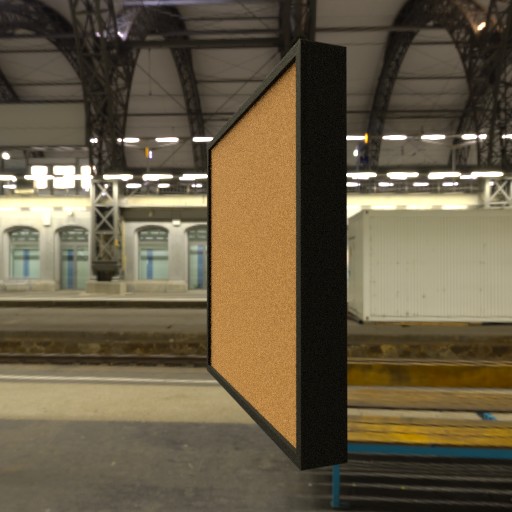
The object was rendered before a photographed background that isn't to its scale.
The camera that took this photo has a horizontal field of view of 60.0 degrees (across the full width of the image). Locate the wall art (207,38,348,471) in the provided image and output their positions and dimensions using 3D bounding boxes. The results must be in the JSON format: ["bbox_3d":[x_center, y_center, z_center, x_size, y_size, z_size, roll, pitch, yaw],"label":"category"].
[{"bbox_3d":[0.000,0.000,0.463,0.037,0.305,0.305,0,-1,-19],"label":"wall art"}]
